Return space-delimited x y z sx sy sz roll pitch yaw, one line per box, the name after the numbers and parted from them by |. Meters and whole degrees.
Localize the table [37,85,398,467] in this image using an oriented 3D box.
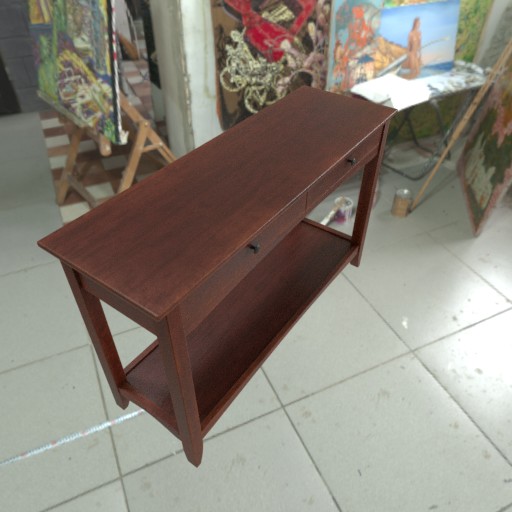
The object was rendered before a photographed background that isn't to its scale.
0.000 0.000 1.538 0.392 0.739 1.188 25 47 26 | table
